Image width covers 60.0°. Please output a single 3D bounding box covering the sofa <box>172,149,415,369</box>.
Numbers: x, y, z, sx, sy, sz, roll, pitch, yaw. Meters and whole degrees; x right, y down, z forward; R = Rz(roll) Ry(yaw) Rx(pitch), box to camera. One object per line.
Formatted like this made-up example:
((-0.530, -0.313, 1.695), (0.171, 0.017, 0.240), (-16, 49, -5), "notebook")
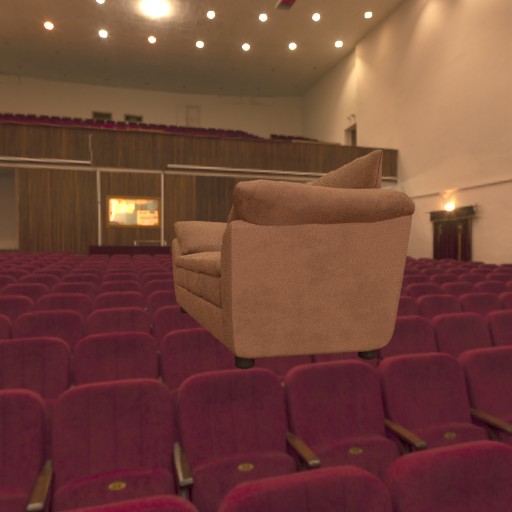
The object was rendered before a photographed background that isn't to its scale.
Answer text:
((0.000, 0.000, 2.953), (0.893, 0.981, 2.377), (0, 0, -17), "sofa")
